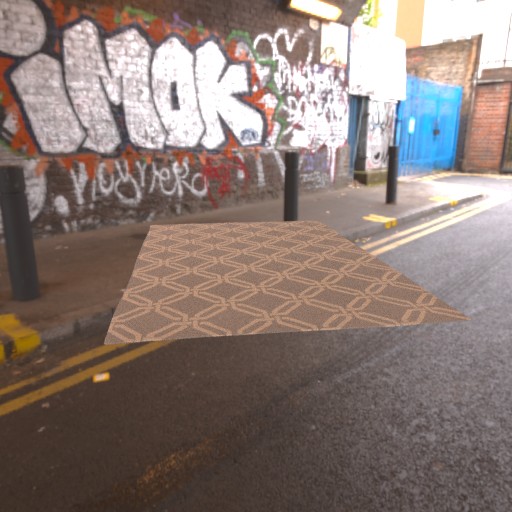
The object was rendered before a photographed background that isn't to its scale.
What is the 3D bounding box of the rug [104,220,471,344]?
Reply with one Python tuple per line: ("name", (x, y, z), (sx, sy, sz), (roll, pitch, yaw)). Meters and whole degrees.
("rug", (0.000, 0.000, 2.170), (1.148, 0.010, 1.754), (-2, 15, -8))
